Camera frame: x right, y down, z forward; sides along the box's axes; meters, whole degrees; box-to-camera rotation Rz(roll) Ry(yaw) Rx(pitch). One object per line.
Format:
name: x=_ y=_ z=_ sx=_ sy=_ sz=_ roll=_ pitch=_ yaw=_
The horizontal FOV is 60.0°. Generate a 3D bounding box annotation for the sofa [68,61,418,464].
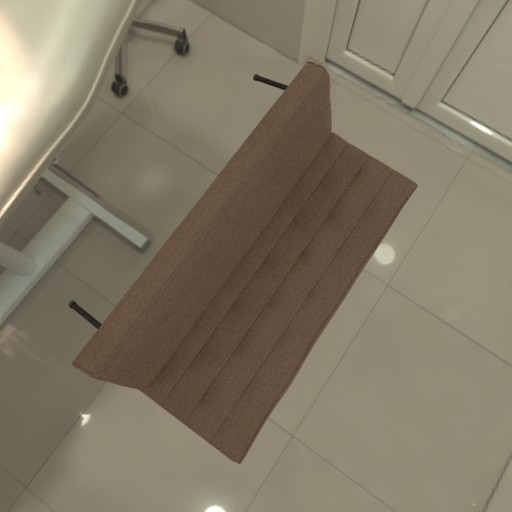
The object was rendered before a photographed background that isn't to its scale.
sofa: x=0.000 y=0.000 z=2.336 sx=1.038 sy=0.810 sz=1.820 roll=34 pitch=77 yaw=9
